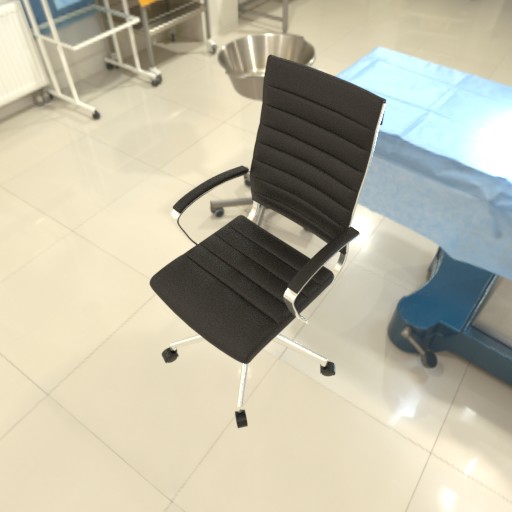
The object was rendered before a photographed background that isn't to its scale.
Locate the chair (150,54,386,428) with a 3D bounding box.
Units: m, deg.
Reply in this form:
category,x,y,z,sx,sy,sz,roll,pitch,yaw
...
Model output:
category,x,y,z,sx,sy,sz,roll,pitch,yaw
chair,0.000,0.000,1.633,0.766,1.149,0.739,34,56,27
